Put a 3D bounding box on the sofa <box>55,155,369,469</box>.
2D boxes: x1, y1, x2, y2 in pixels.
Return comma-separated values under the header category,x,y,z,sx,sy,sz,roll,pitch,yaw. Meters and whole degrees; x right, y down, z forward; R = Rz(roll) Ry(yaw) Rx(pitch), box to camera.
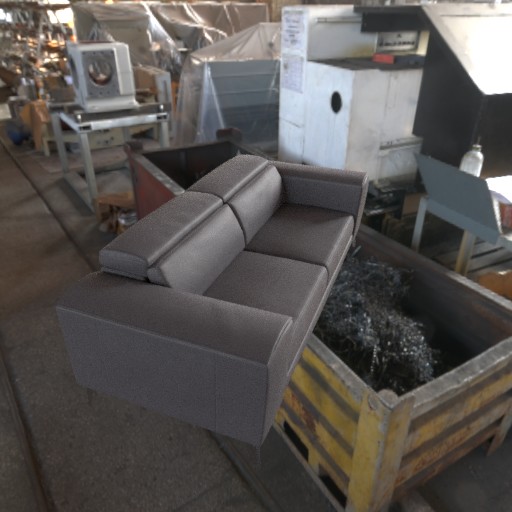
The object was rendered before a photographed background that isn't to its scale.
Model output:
category,x,y,z,sx,sy,sz,roll,pitch,yaw
sofa,0.000,0.000,2.857,1.048,0.814,2.330,11,32,19
